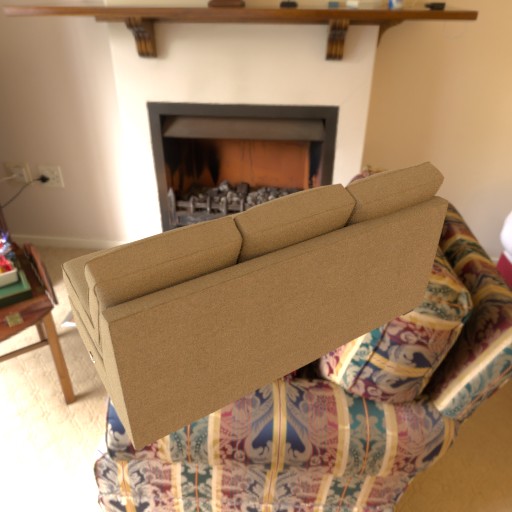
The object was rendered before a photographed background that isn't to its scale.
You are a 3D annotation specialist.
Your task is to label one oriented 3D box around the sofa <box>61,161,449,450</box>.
[{"bbox_3d":[0.000,0.000,2.723,2.092,1.036,1.127,-19,36,-28],"label":"sofa"}]
